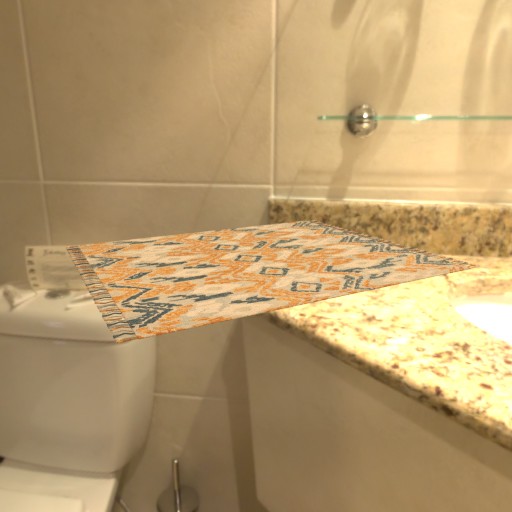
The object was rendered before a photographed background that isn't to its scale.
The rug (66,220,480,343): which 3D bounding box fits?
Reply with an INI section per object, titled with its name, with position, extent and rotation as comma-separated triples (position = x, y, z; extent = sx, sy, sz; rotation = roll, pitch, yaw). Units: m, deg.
[rug]
position = 0.000, 0.000, 4.125
extent = 3.048, 0.010, 2.439
rotation = -8, 17, -27
